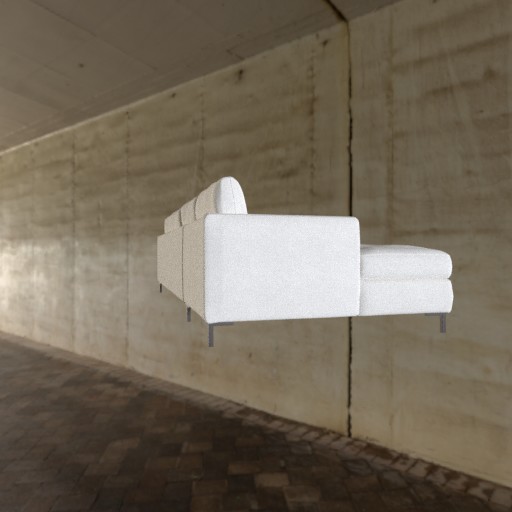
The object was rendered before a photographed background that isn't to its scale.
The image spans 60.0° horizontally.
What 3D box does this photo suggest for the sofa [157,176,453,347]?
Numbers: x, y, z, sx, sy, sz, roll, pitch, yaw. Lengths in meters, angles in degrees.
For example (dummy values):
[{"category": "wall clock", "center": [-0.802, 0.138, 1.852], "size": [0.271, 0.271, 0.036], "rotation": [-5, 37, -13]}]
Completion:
[{"category": "sofa", "center": [0.000, 0.000, 3.864], "size": [1.467, 0.875, 3.186], "rotation": [0, 1, -17]}]
